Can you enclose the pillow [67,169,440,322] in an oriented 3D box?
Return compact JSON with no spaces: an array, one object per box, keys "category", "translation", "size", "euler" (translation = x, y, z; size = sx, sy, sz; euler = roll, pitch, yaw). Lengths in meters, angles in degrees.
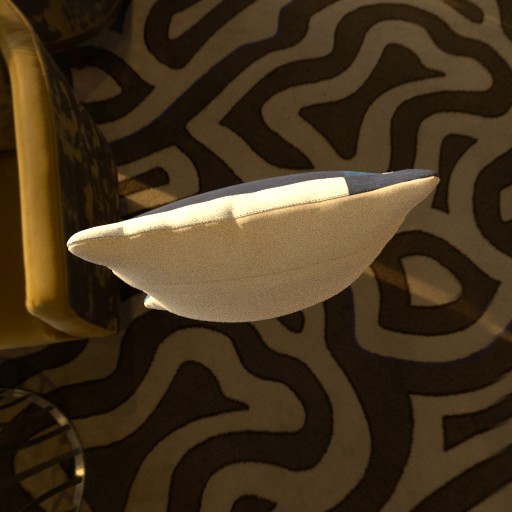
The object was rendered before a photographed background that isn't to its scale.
[{"category":"pillow","translation":[0.000,0.000,0.825],"size":[0.536,0.506,0.229],"euler":[-11,76,-3]}]
